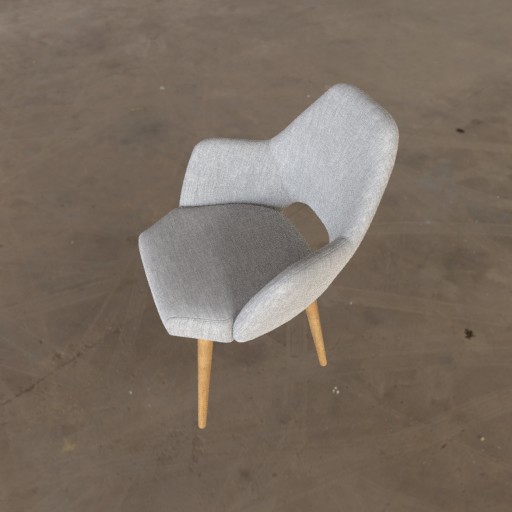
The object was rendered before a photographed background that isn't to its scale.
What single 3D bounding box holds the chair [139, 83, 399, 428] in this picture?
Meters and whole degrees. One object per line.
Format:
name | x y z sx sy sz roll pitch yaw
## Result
chair | 0.000 0.000 1.261 0.610 0.840 0.590 -17 49 -15
